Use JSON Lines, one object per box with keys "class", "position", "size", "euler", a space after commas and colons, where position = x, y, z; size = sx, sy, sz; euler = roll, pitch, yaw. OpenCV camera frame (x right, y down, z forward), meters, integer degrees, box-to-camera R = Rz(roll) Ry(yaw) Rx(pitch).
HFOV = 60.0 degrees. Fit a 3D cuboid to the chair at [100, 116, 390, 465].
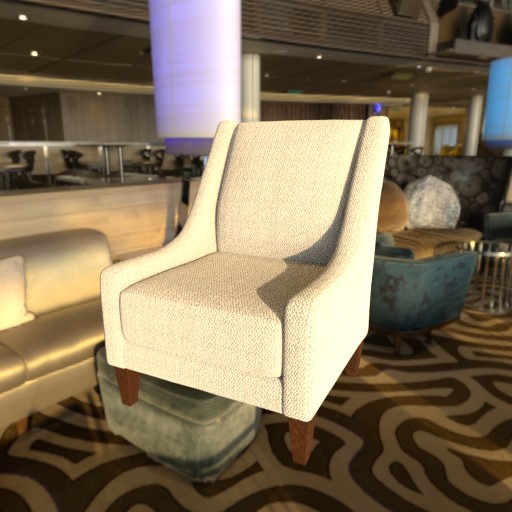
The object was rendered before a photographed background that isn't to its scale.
{"class": "chair", "position": [0.000, 0.000, 1.647], "size": [0.774, 1.014, 0.870], "euler": [7, 16, 26]}
